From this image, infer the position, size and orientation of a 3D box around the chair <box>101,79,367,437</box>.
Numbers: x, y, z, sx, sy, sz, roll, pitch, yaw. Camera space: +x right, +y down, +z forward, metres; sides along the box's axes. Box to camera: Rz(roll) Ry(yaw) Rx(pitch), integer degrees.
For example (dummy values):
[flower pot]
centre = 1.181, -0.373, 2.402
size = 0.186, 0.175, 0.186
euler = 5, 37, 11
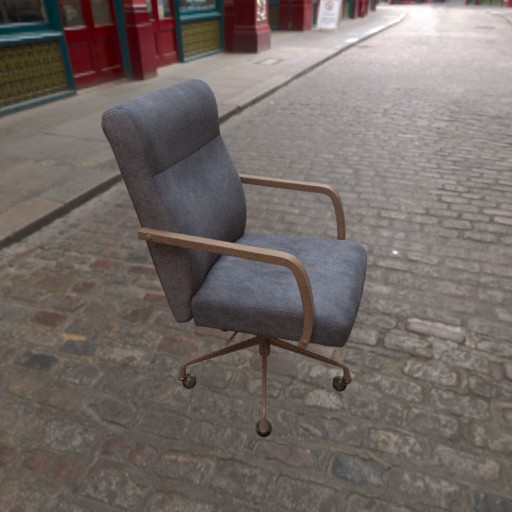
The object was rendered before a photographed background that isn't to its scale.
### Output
[chair]
centre = 0.000, 0.000, 1.492
size = 0.741, 1.029, 0.640
euler = 10, 32, 17
